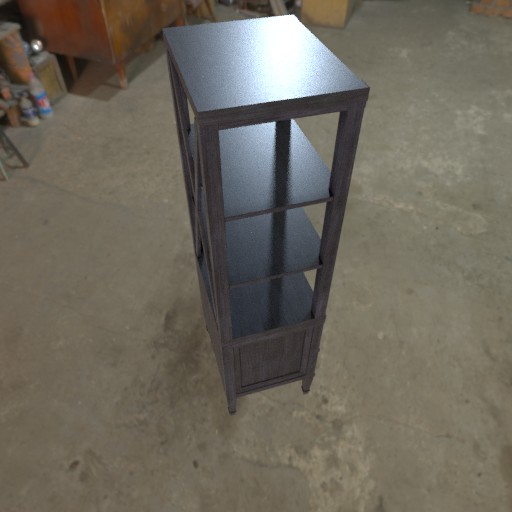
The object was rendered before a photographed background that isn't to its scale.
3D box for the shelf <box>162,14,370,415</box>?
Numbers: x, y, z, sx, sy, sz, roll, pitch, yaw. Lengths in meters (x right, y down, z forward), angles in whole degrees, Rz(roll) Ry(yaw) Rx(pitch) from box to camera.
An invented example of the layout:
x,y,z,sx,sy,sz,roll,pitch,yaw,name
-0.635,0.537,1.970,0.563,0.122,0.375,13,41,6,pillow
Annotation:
x,y,z,sx,sy,sz,roll,pitch,yaw,name
0.000,0.000,1.939,0.472,1.727,0.584,-12,47,-12,shelf
